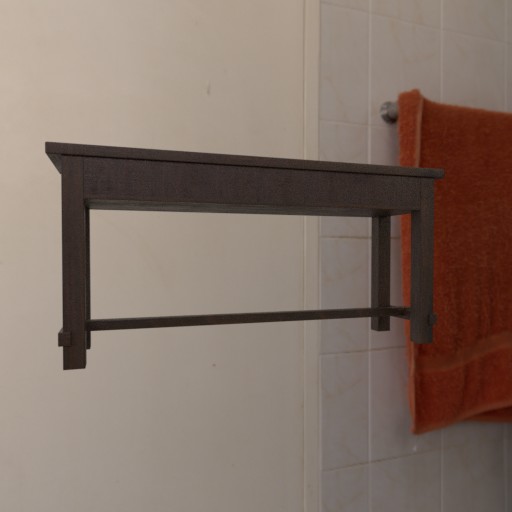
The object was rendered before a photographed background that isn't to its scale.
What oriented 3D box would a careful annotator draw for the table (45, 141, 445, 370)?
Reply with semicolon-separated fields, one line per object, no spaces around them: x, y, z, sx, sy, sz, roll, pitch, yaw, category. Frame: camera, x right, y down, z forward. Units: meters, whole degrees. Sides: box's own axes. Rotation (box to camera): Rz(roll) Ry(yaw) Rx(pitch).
0.000;0.000;1.913;1.599;0.762;0.442;0;0;-18;table
